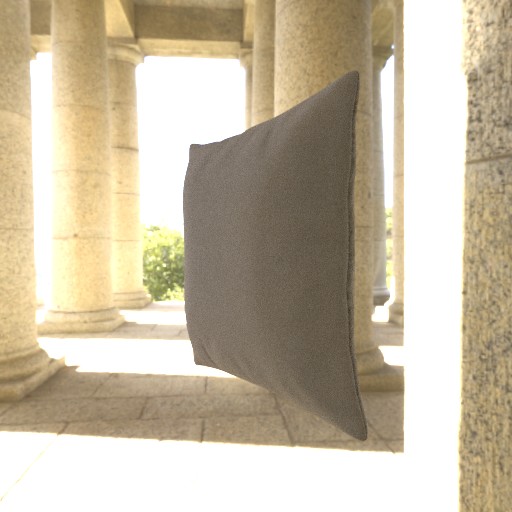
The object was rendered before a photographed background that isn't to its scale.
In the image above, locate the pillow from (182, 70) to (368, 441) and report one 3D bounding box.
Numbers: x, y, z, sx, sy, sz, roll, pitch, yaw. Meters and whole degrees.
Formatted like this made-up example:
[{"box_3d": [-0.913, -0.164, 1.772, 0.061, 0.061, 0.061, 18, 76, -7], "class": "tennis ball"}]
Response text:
[{"box_3d": [0.000, 0.000, 0.813, 0.166, 0.510, 0.523, -1, 1, -34], "class": "pillow"}]
